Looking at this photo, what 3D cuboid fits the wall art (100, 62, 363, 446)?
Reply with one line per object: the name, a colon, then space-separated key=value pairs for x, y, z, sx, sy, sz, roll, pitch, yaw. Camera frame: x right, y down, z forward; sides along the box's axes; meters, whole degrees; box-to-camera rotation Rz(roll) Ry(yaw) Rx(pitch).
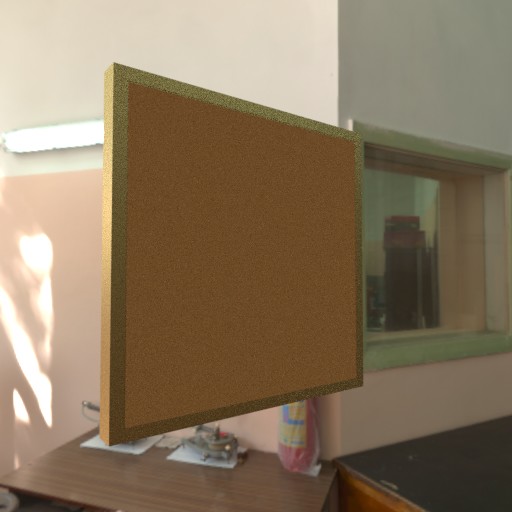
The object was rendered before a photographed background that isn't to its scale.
wall art: x=0.000 y=0.000 z=1.904 sx=1.284 sy=1.284 sz=0.095 roll=2 pitch=-3 yaw=-37
